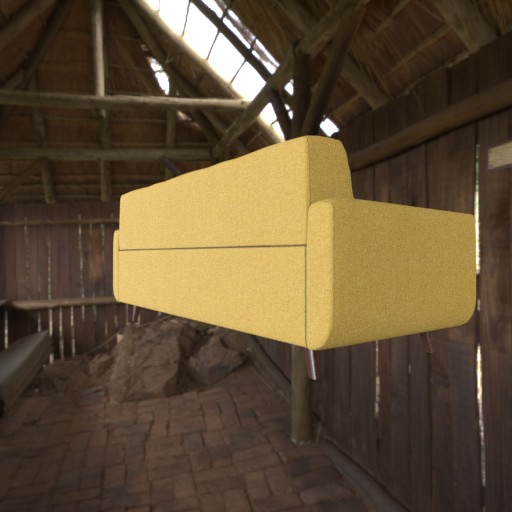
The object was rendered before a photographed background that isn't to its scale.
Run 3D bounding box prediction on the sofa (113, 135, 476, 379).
[{"bbox_3d":[0.000,0.000,2.422,0.909,0.841,2.029,0,0,-36],"label":"sofa"}]
